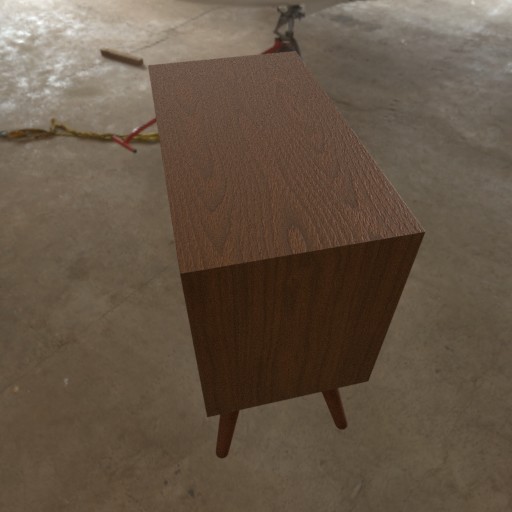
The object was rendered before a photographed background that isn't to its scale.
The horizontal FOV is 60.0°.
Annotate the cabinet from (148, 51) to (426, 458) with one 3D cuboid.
[{"bbox_3d":[0.000,0.000,1.170,0.388,0.748,0.712,-10,47,-9],"label":"cabinet"}]
